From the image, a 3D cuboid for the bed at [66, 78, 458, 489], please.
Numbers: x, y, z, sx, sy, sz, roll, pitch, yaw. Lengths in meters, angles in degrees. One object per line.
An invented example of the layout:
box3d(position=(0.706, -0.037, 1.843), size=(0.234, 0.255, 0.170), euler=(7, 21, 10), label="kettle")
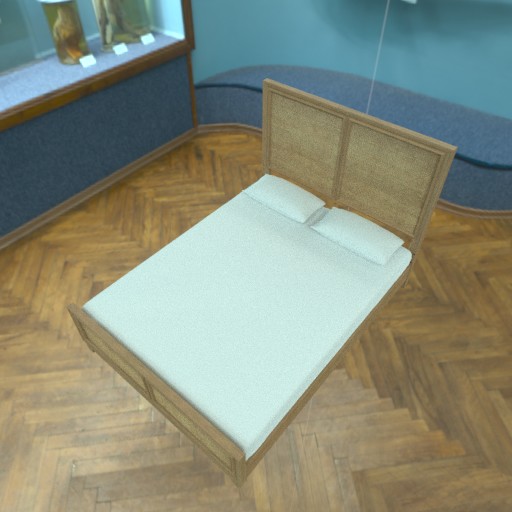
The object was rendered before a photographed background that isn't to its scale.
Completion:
box3d(position=(0.000, 0.000, 3.171), size=(1.606, 1.387, 2.184), euler=(31, 53, 27), label="bed")
